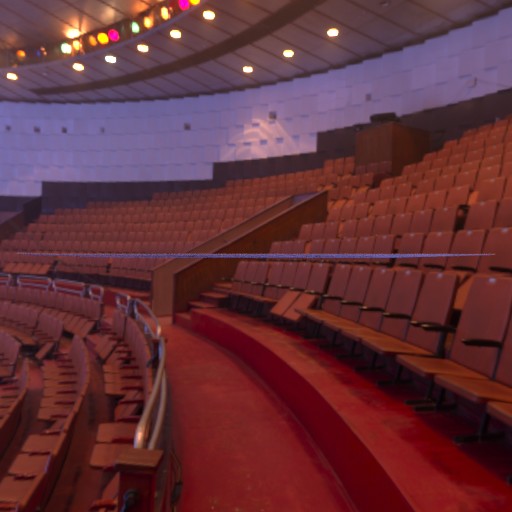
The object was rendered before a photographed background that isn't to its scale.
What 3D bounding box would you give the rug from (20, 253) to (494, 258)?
[{"bbox_3d":[0.000,0.000,2.280,1.813,0.008,1.223,0,-1,-1],"label":"rug"}]
